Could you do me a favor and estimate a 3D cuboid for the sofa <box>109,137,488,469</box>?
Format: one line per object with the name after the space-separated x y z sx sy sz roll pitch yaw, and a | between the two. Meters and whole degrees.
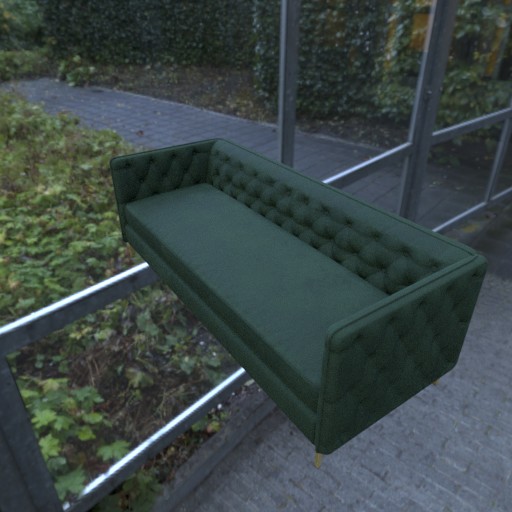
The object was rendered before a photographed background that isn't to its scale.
0.000 0.000 2.574 0.895 0.771 2.209 -20 36 -29 | sofa
